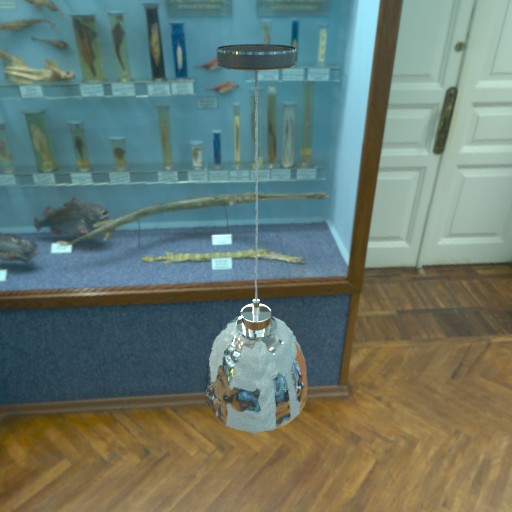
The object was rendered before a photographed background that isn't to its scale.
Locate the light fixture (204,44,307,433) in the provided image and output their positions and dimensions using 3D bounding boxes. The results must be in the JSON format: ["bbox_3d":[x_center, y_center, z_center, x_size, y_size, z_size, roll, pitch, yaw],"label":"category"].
[{"bbox_3d":[0.000,0.000,1.770,0.496,1.511,0.500,-1,30,-2],"label":"light fixture"}]
